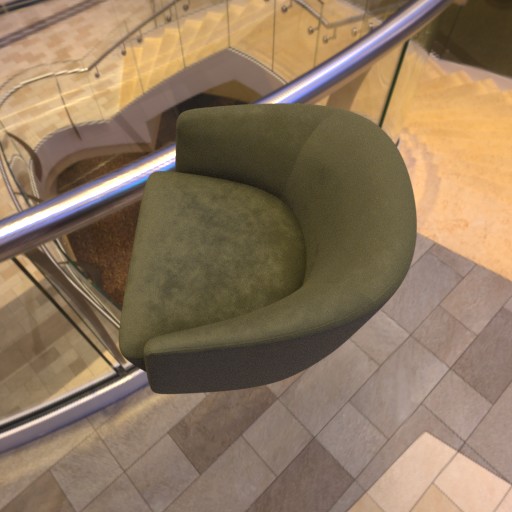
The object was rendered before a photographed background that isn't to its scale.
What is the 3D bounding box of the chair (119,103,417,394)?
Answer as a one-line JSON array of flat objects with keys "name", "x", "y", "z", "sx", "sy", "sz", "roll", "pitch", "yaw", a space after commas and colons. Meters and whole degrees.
[{"name": "chair", "x": 0.000, "y": 0.000, "z": 1.356, "sx": 0.767, "sy": 0.698, "sz": 0.773, "roll": 1, "pitch": 59, "yaw": 0}]
